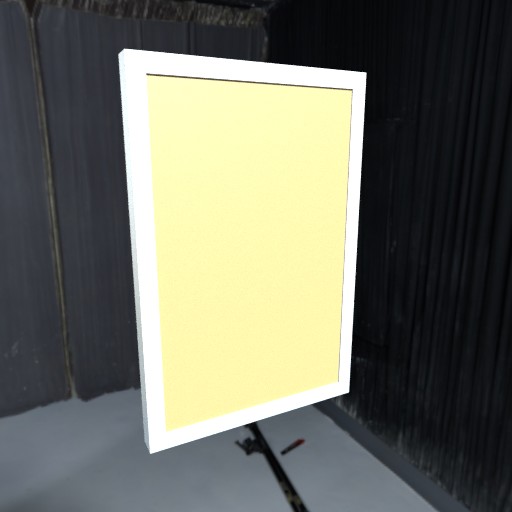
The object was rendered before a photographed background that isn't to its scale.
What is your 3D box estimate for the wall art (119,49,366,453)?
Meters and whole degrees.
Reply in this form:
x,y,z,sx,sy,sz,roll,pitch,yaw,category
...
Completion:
x,y,z,sx,sy,sz,roll,pitch,yaw,category
0.000,0.000,0.759,0.408,0.611,0.038,-7,15,-27,wall art
